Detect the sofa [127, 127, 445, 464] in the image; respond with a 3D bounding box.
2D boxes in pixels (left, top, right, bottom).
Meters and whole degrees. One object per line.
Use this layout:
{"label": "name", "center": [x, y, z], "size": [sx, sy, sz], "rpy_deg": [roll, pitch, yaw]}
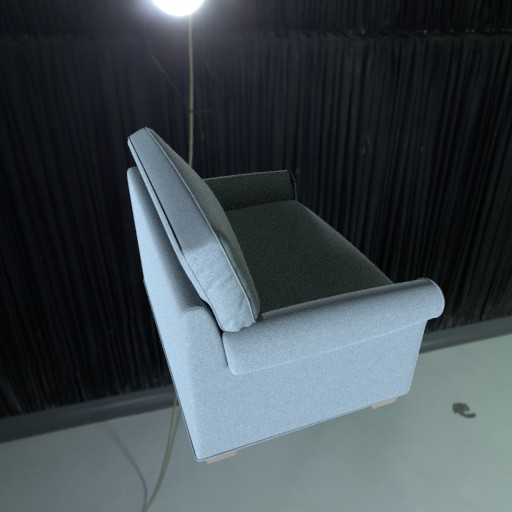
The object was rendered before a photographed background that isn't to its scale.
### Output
{"label": "sofa", "center": [0.000, 0.000, 2.030], "size": [0.940, 0.953, 1.410], "rpy_deg": [-11, 32, -18]}
